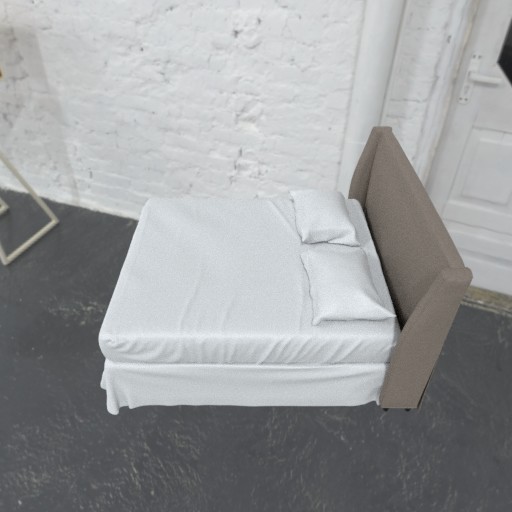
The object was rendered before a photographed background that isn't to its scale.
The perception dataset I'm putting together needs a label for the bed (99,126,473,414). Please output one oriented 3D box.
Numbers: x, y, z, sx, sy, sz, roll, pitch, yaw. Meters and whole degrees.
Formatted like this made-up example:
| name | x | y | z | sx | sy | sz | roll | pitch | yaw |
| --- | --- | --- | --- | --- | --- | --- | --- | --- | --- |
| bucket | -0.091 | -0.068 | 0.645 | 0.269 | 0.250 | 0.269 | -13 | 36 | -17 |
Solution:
| name | x | y | z | sx | sy | sz | roll | pitch | yaw |
| --- | --- | --- | --- | --- | --- | --- | --- | --- | --- |
| bed | 0.000 | 0.000 | 3.417 | 2.276 | 1.332 | 1.925 | 0 | 40 | 0 |
